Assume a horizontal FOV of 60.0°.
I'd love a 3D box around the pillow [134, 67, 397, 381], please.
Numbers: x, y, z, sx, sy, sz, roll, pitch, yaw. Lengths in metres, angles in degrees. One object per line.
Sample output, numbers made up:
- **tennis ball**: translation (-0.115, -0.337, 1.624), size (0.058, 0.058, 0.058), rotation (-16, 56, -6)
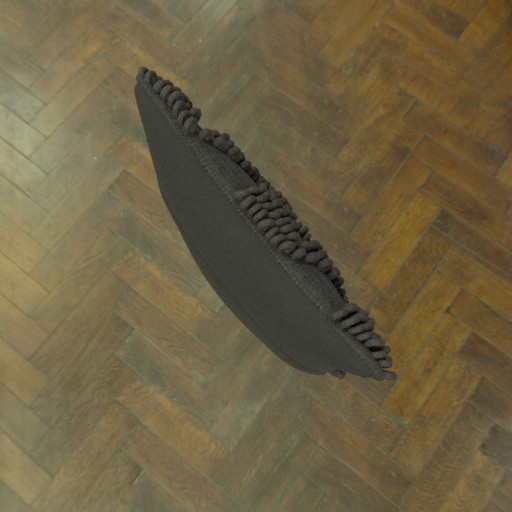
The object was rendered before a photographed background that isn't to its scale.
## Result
- **pillow**: translation (0.000, 0.000, 0.715), size (0.172, 0.467, 0.470), rotation (-37, 79, -8)
